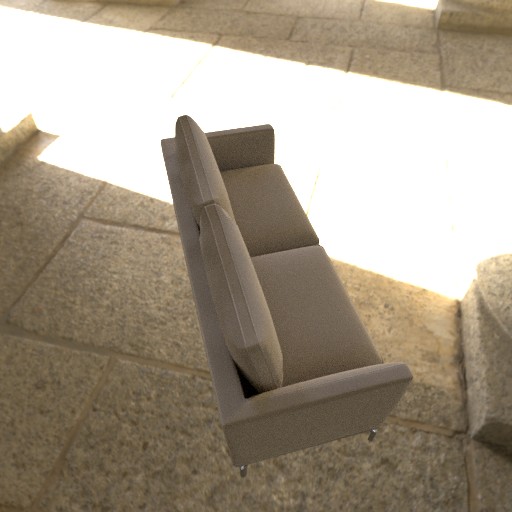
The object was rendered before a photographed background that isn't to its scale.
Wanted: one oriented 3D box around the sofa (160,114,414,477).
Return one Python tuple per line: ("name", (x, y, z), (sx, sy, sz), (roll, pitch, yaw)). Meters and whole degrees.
("sofa", (0.000, 0.000, 2.742), (0.868, 1.005, 2.214), (-11, 47, -10))
